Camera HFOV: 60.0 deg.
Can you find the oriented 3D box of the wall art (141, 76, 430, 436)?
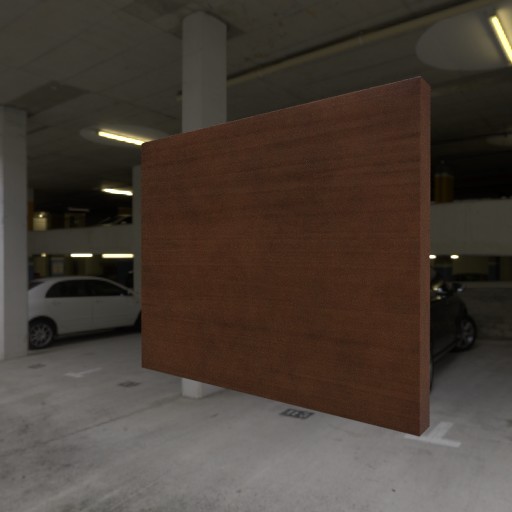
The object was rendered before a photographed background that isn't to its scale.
[{"bbox_3d":[0.000,0.000,0.538,0.401,0.328,0.030,0,0,38],"label":"wall art"}]
